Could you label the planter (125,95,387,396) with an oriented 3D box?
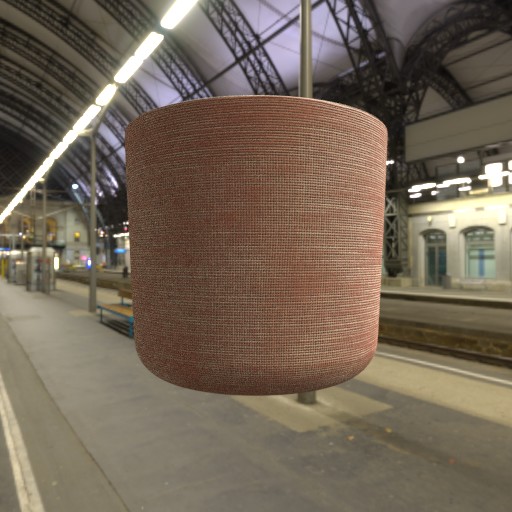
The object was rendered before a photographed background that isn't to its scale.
[{"bbox_3d":[0.000,0.000,0.771,0.440,0.398,0.440,0,-1,0],"label":"planter"}]
